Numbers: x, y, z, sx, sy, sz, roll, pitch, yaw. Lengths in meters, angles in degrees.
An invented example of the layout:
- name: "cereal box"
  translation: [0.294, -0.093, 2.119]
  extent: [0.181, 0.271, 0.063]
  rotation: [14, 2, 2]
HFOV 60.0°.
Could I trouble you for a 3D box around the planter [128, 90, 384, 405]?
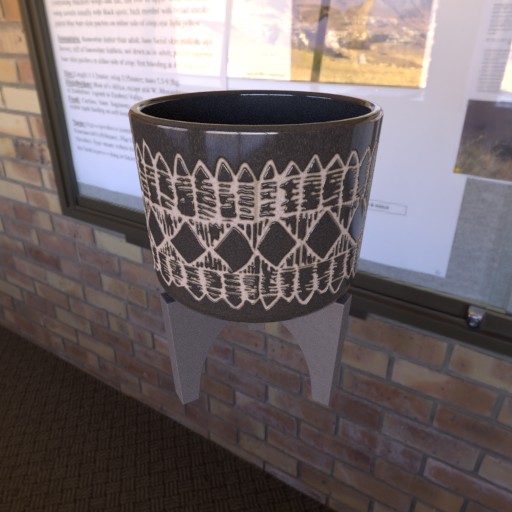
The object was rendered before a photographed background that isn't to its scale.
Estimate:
- name: "planter"
  translation: [0.000, 0.000, 0.270]
  extent: [0.129, 0.177, 0.129]
  rotation: [0, 27, 0]
